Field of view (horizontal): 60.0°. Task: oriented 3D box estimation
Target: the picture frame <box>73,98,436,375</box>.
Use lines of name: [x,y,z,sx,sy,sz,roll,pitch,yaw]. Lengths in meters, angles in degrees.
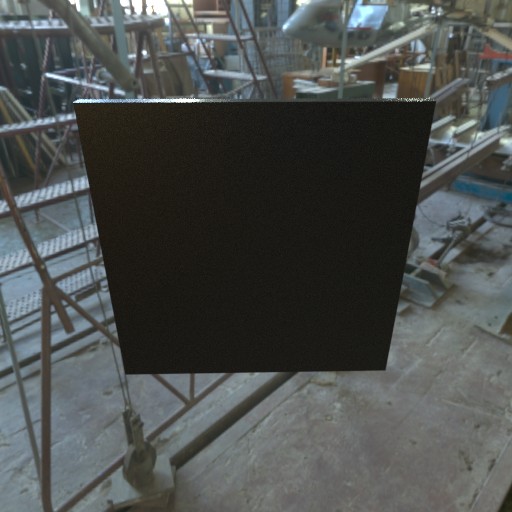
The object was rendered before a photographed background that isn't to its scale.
picture frame: [0.000,0.000,0.828,0.559,0.557,0.029,-1,29,-1]
